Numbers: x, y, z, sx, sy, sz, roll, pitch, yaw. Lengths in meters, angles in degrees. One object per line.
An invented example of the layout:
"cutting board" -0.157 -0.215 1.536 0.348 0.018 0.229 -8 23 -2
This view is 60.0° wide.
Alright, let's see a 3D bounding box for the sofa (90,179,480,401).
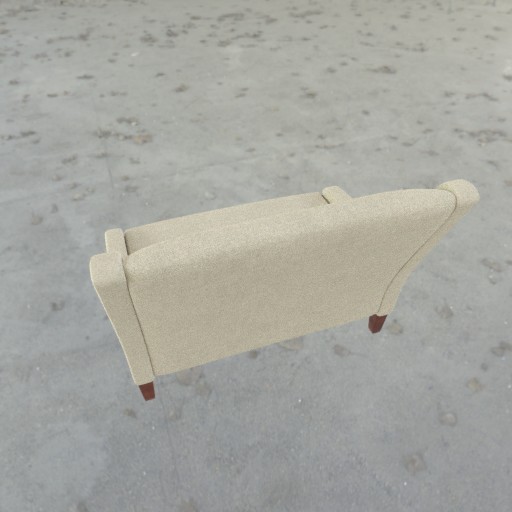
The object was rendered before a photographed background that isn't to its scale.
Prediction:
"sofa" 0.000 0.000 1.897 1.212 0.976 0.946 -13 42 -15
